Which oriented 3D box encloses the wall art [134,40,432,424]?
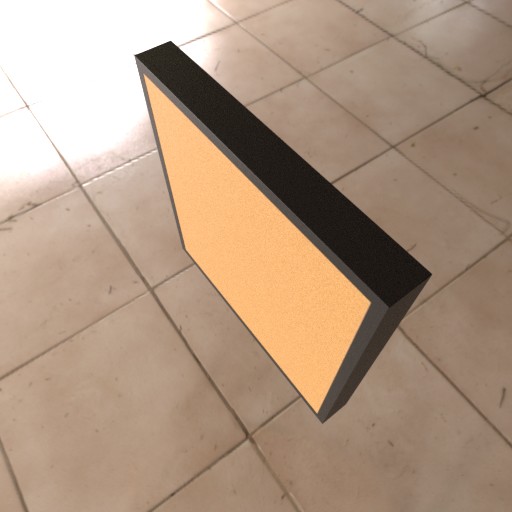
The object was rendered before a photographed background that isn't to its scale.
[{"bbox_3d":[0.000,0.000,0.453,0.038,0.304,0.304,-32,63,-19],"label":"wall art"}]
